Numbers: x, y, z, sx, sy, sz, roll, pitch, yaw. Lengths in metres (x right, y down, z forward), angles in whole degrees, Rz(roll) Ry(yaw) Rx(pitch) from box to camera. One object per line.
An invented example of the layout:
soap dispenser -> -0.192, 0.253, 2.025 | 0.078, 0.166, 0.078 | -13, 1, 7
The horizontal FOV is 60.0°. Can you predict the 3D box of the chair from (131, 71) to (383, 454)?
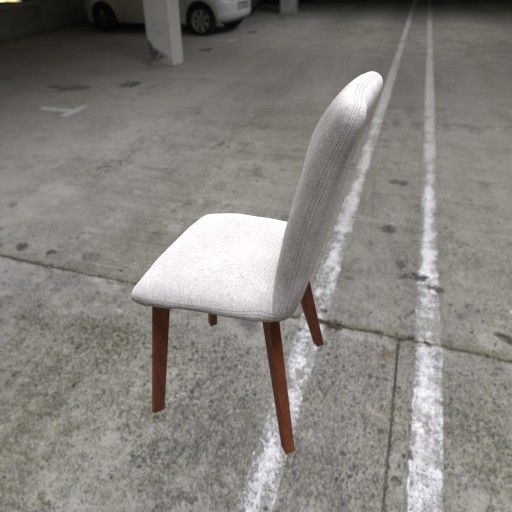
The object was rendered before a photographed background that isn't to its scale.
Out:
chair -> 0.000, 0.000, 1.287 | 0.563, 0.974, 0.522 | 9, 32, 15
